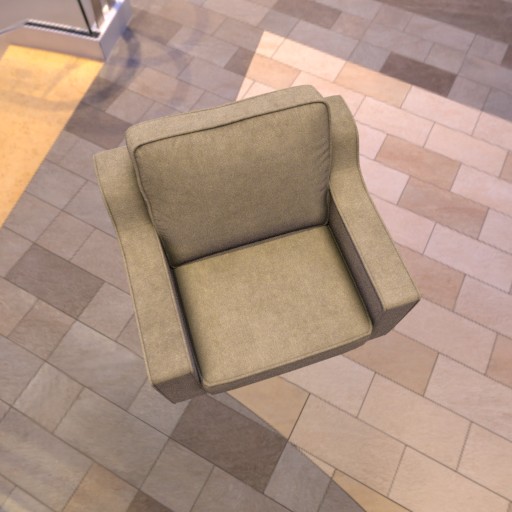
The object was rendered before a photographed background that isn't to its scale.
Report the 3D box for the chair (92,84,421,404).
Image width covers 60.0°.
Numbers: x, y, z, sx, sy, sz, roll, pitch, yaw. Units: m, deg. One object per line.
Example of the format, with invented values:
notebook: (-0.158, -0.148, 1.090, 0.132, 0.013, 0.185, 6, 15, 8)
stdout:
chair: (0.000, 0.000, 1.678, 0.926, 0.944, 0.840, -16, 65, -8)
